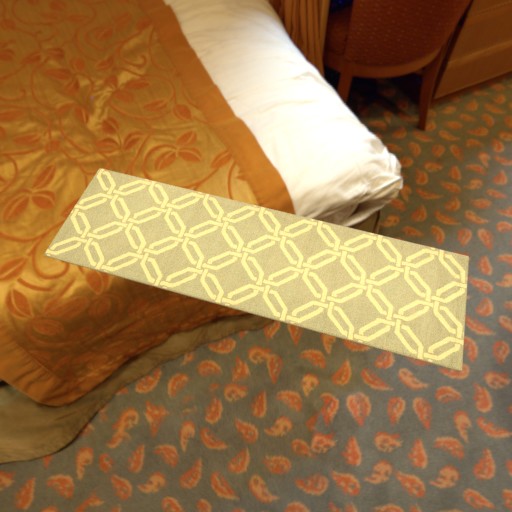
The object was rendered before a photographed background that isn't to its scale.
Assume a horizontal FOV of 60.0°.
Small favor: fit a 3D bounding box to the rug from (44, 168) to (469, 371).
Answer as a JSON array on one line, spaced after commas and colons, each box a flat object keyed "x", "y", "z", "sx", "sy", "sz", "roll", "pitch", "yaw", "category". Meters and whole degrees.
[{"x": 0.000, "y": 0.000, "z": 2.473, "sx": 2.276, "sy": 0.014, "sz": 0.678, "roll": 14, "pitch": 60, "yaw": 9, "category": "rug"}]
